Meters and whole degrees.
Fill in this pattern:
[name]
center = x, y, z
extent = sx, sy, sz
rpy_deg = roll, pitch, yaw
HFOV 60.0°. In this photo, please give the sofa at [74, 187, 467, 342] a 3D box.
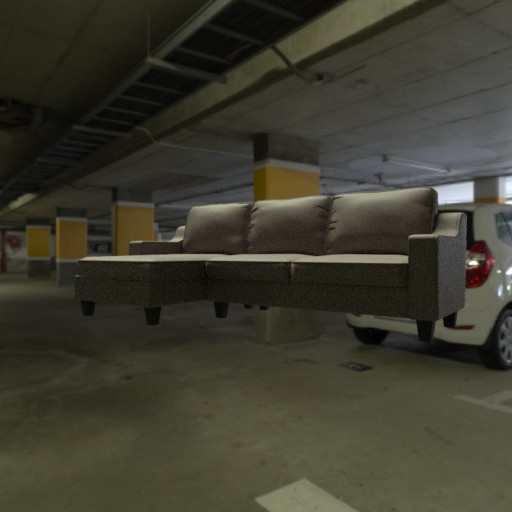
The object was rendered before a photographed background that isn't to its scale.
[sofa]
center = 0.000, 0.000, 3.197
extent = 2.561, 0.928, 1.294
rpy_deg = 0, 1, 36
